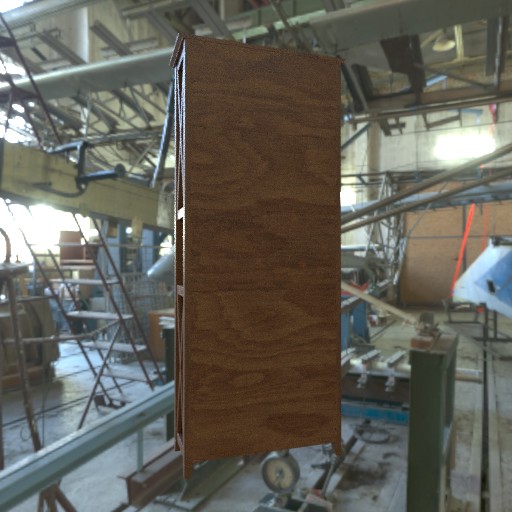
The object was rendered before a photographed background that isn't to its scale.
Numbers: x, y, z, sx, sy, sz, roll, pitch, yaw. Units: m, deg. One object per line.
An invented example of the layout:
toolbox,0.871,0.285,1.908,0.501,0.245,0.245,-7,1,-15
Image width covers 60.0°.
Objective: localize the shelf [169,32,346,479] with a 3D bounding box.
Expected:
shelf,0.000,0.000,2.168,0.805,1.905,0.335,0,-1,-18
